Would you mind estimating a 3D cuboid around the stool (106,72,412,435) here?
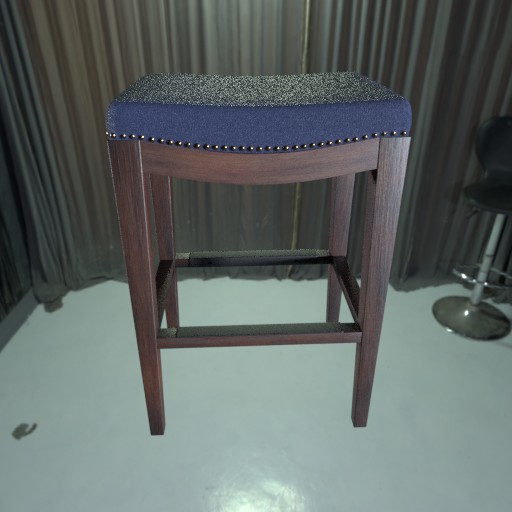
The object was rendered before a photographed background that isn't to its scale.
[{"bbox_3d":[0.000,0.000,0.998,0.498,0.740,0.358,-1,29,-2],"label":"stool"}]
